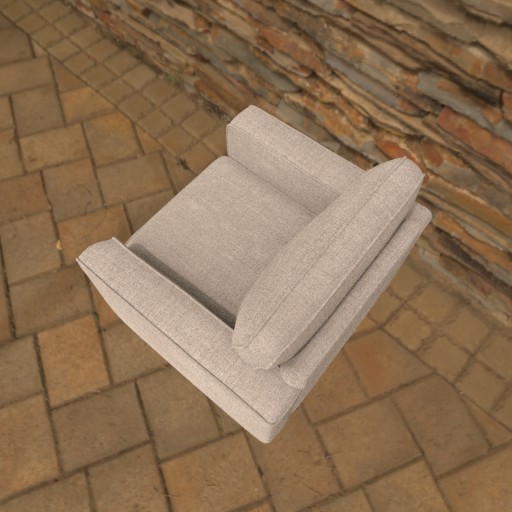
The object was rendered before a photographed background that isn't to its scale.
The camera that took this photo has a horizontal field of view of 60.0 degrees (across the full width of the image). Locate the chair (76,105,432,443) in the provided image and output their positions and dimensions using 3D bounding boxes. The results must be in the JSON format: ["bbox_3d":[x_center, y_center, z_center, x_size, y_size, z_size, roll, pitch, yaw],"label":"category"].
[{"bbox_3d":[0.000,0.000,1.780,0.939,0.965,1.015,36,68,17],"label":"chair"}]
